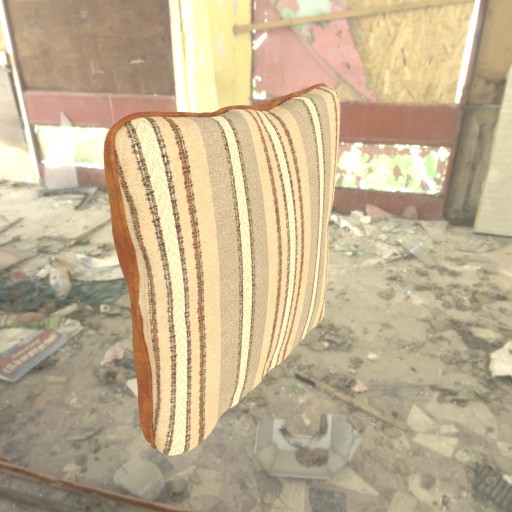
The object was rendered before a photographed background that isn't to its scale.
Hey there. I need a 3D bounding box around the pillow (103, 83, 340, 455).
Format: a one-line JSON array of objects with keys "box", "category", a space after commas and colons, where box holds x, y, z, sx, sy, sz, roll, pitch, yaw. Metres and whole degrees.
[{"box": [0.000, 0.000, 0.711, 0.130, 0.490, 0.489, 17, 31, 31], "category": "pillow"}]
